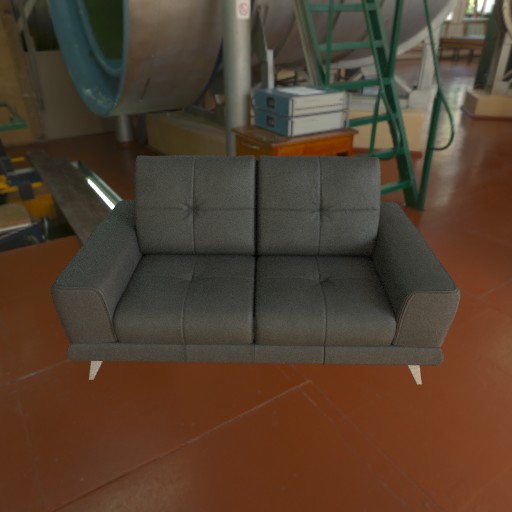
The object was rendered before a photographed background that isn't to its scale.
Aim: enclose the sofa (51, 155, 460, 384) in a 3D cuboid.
[{"bbox_3d":[0.000,0.000,2.357,1.806,0.907,1.018,1,29,1],"label":"sofa"}]
